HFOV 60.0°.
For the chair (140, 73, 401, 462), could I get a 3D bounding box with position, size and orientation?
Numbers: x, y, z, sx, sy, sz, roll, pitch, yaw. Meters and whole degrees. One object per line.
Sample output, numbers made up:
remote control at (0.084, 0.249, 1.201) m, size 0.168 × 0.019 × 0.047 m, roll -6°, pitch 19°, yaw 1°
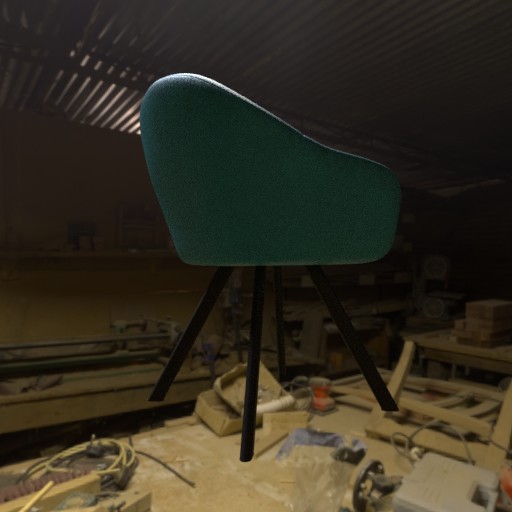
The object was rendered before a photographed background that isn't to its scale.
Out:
chair at (0.000, 0.000, 1.137) m, size 0.570 × 0.780 × 0.540 m, roll 0°, pitch 0°, yaw -37°
